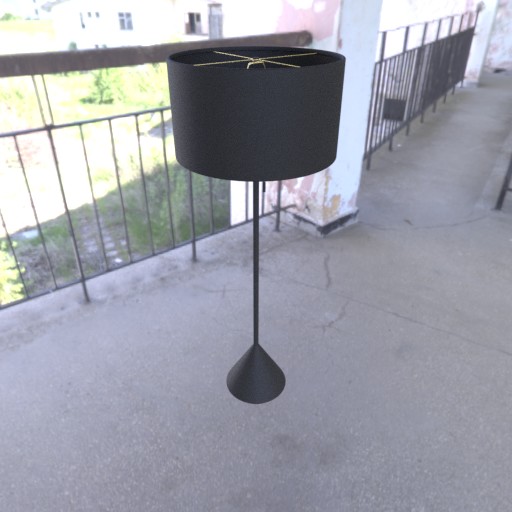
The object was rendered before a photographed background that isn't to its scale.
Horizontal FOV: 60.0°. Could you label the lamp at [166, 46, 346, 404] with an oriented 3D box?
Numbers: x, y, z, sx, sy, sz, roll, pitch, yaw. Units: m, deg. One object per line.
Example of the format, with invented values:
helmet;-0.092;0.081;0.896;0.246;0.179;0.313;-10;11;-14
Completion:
lamp;0.000;0.000;1.839;0.580;1.526;0.580;-21;37;-31
